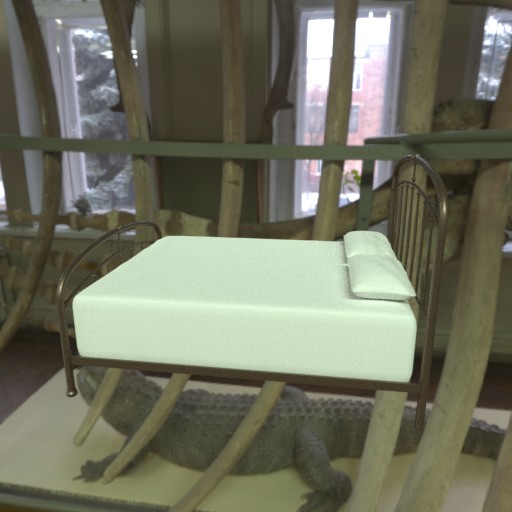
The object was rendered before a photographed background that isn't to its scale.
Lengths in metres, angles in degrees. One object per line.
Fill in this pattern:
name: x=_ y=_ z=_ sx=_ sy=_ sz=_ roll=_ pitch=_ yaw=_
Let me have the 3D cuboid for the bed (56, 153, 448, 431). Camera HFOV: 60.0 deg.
bed: x=0.000 y=0.000 z=3.233 sx=2.168 sy=1.475 sz=1.711 roll=2 pitch=16 yaw=8
